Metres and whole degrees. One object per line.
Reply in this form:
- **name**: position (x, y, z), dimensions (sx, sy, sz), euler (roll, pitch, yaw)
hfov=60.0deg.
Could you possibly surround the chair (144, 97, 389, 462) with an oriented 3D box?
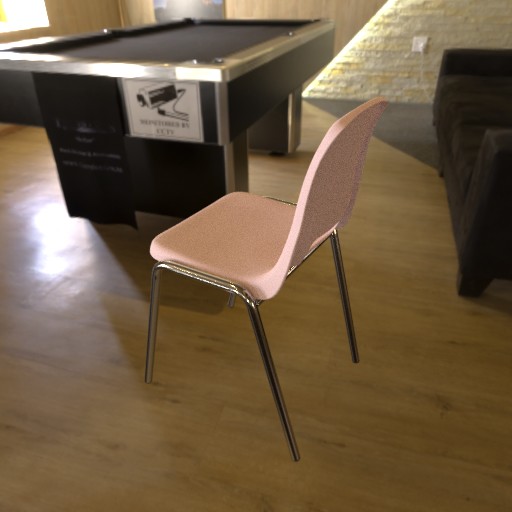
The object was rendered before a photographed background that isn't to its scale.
- **chair**: position (0.000, 0.000, 0.973), dimensions (0.436, 0.704, 0.381), euler (19, 37, 27)
